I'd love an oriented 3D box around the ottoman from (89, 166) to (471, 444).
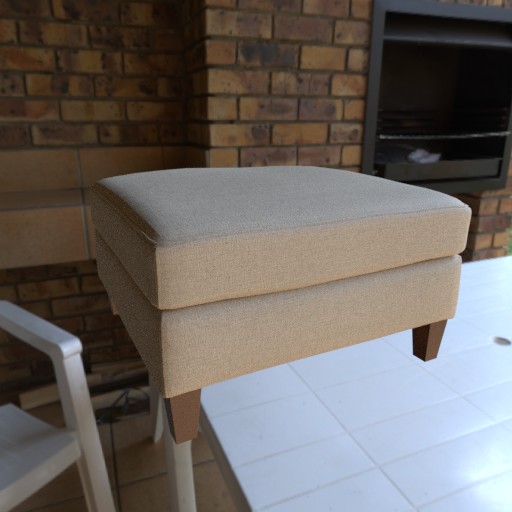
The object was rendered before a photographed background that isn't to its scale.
[{"bbox_3d":[0.000,0.000,1.343,0.838,0.503,0.838,-9,19,-26],"label":"ottoman"}]
